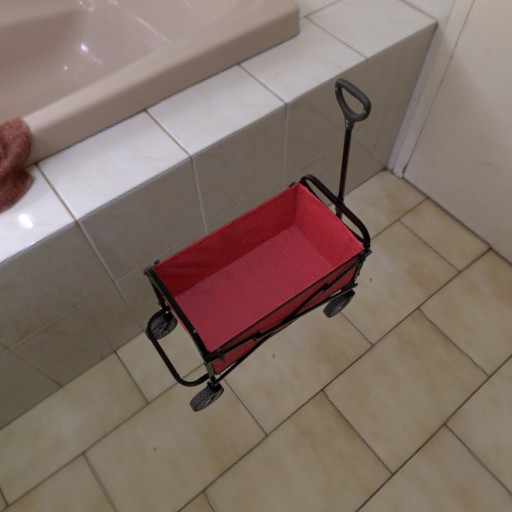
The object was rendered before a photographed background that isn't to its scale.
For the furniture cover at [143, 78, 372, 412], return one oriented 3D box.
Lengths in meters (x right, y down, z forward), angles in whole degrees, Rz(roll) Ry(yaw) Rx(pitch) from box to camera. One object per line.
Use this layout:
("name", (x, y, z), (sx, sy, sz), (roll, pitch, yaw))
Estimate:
("furniture cover", (0.000, 0.000, 1.802), (1.038, 1.295, 0.532), (-32, 64, -18))
